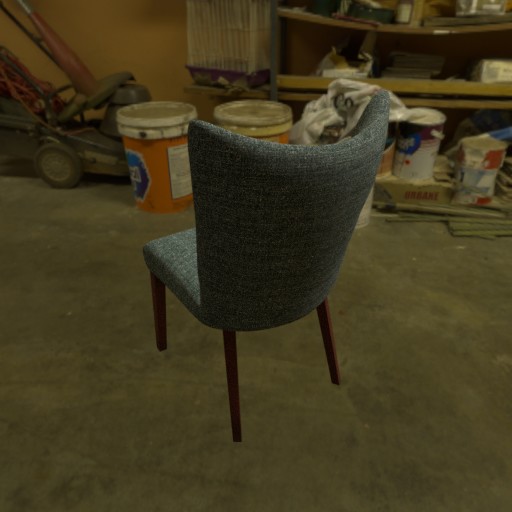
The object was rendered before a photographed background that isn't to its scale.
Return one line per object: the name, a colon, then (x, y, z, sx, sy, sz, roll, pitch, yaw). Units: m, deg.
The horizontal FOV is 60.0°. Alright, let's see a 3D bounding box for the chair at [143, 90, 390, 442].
chair: (0.000, 0.000, 1.298, 0.535, 0.924, 0.623, -19, 35, -29)
